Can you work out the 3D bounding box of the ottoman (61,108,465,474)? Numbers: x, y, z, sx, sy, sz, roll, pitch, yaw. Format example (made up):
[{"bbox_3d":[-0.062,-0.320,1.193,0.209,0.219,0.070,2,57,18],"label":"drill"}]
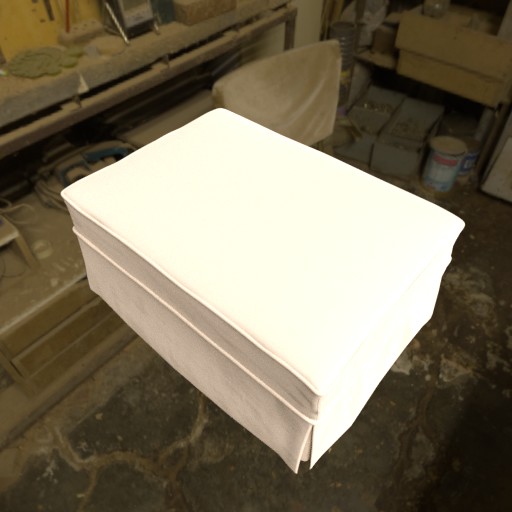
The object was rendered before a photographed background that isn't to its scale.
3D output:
[{"bbox_3d":[0.000,0.000,1.318,0.944,0.479,0.703,33,55,27],"label":"ottoman"}]
